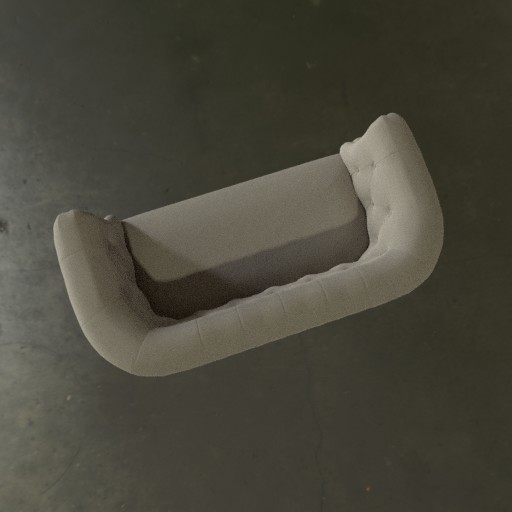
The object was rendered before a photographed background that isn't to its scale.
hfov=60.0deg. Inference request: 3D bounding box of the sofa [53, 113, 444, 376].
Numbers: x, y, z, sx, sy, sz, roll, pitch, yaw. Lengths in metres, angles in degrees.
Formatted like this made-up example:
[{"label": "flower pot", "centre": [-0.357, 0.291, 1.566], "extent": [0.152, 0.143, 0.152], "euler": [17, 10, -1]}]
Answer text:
[{"label": "sofa", "centre": [0.000, 0.000, 2.111], "extent": [1.558, 0.827, 0.835], "euler": [-18, 76, -4]}]
